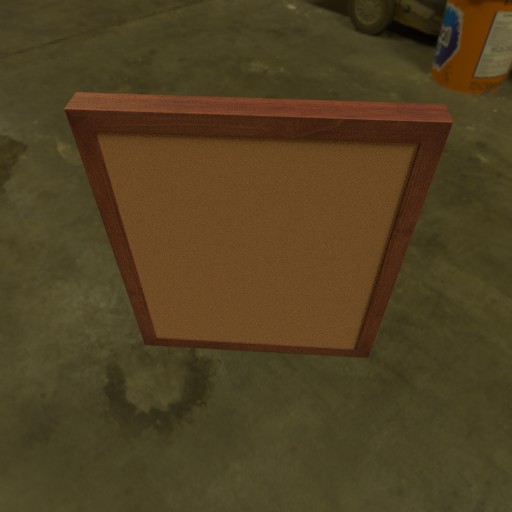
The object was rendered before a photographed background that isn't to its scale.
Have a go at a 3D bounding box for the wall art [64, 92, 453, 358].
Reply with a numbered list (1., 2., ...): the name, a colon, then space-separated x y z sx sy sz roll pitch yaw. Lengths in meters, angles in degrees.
1. wall art: 0.000 0.000 0.525 0.330 0.381 0.030 3 47 3
